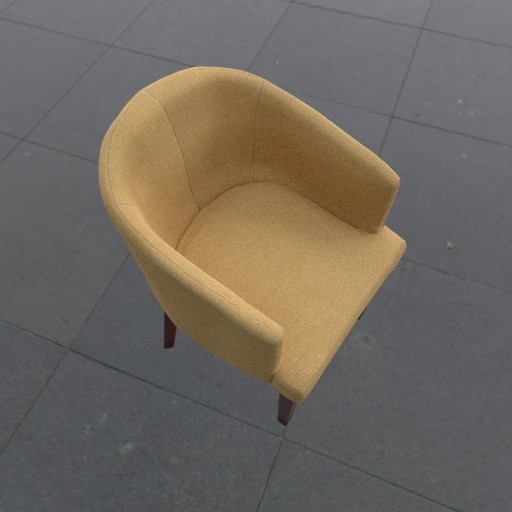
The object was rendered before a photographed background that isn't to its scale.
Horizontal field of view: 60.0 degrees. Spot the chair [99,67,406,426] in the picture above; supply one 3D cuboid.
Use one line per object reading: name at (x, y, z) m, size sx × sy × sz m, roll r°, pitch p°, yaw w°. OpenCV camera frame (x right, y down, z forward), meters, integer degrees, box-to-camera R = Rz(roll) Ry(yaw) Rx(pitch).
chair at (0.000, 0.000, 1.233) m, size 0.655 × 0.811 × 0.583 m, roll 32°, pitch 63°, yaw 19°
